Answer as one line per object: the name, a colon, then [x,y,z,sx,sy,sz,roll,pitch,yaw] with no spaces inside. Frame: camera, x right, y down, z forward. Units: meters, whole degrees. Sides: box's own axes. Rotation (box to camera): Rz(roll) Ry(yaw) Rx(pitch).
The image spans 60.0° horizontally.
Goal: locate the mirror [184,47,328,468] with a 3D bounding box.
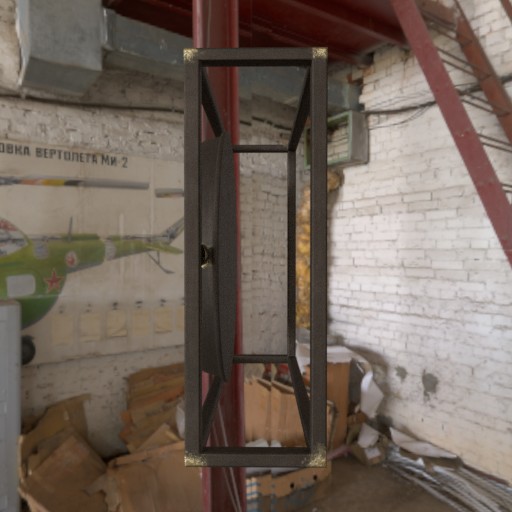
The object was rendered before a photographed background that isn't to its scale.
mirror: [0.000,0.000,0.473,0.107,0.303,0.306,0,1,1]
